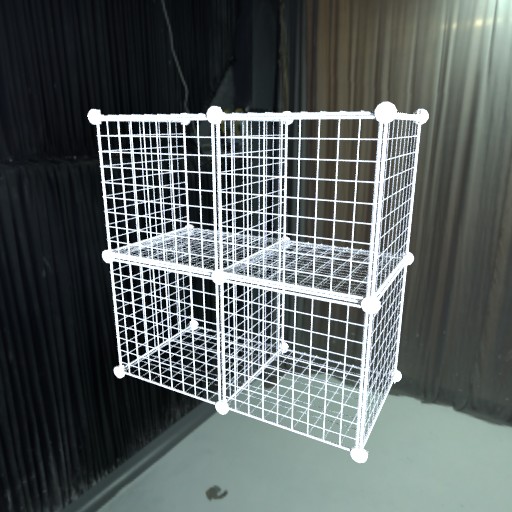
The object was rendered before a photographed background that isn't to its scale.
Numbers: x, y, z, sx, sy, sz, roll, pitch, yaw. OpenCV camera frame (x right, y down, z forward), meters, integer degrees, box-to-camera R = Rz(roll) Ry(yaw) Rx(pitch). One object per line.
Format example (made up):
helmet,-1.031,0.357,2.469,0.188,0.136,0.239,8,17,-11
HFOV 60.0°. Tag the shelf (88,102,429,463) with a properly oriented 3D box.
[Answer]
shelf,0.000,0.000,1.131,0.711,0.711,0.356,9,18,27
